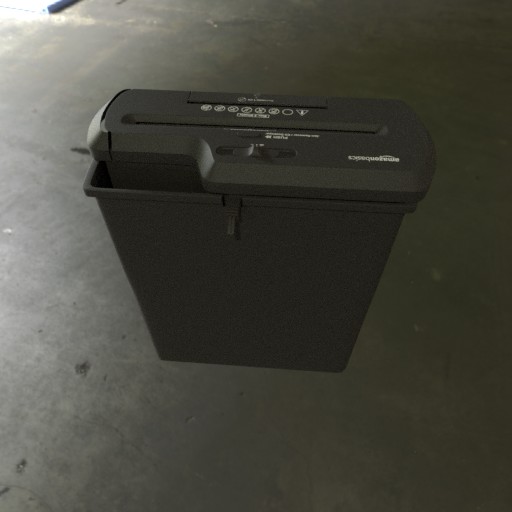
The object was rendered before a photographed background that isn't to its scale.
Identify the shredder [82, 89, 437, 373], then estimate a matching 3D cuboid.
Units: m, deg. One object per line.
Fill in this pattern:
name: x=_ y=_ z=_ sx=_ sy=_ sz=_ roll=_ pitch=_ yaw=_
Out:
shredder: x=0.000 y=0.000 z=0.510 sx=0.320 sy=0.335 sz=0.170 roll=3 pitch=48 yaw=3
